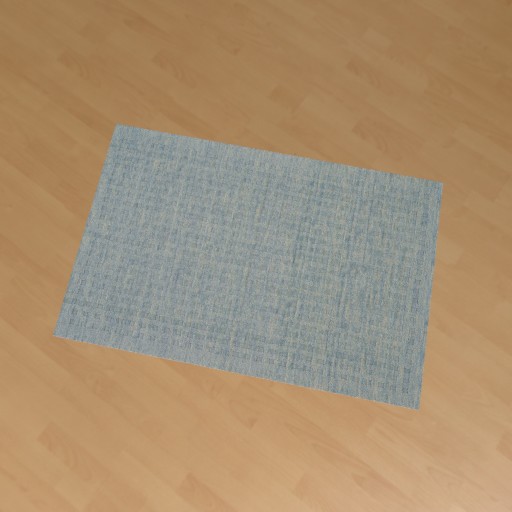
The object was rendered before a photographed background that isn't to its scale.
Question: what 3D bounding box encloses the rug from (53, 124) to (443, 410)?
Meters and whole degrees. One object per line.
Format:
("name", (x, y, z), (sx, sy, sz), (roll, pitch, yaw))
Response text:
("rug", (0.000, 0.000, 2.208), (1.752, 0.006, 1.142), (11, 77, 3))
